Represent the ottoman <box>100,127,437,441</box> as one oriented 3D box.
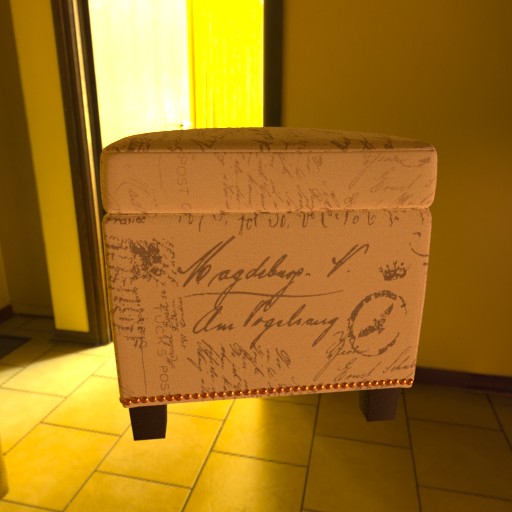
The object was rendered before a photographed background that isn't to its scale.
[{"bbox_3d":[0.000,0.000,0.817,0.450,0.457,0.449,-2,17,-7],"label":"ottoman"}]
